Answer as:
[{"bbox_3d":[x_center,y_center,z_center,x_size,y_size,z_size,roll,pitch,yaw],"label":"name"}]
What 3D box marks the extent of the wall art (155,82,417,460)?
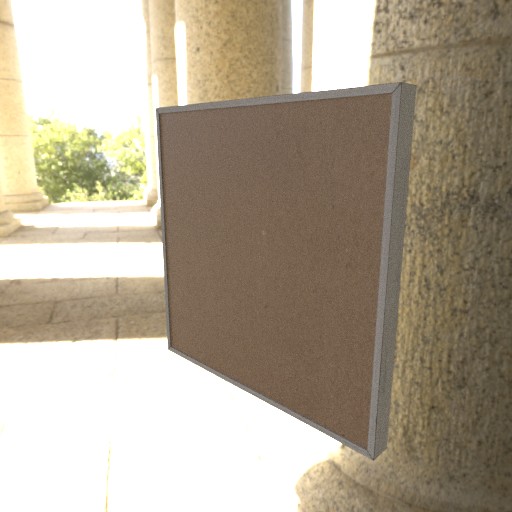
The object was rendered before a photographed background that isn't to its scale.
[{"bbox_3d":[0.000,0.000,0.758,0.508,0.508,0.038,13,19,43],"label":"wall art"}]
